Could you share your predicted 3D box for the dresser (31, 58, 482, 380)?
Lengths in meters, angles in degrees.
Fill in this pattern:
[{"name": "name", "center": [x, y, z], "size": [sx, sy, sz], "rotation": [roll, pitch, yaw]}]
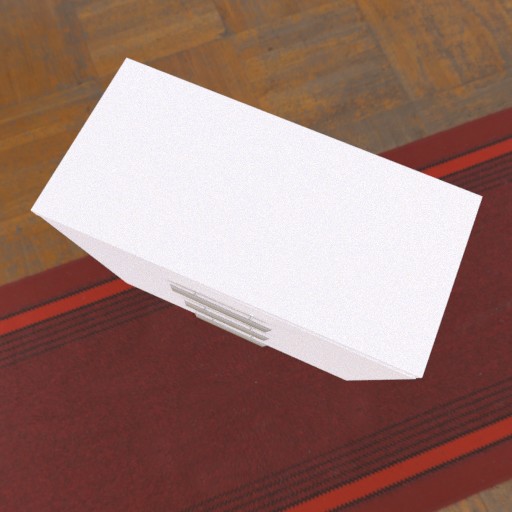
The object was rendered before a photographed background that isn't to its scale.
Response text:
[{"name": "dresser", "center": [0.000, 0.000, 1.258], "size": [0.830, 0.740, 0.420], "rotation": [23, 75, 6]}]
